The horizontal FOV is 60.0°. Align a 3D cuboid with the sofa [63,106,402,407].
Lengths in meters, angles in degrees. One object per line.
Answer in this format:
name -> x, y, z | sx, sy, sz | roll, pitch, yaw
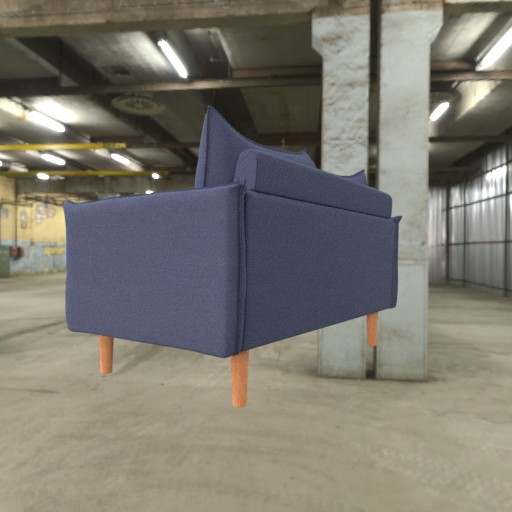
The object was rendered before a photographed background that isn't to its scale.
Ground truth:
sofa -> 0.000, 0.000, 1.839 | 0.820, 0.840, 1.300 | 0, 0, 35
